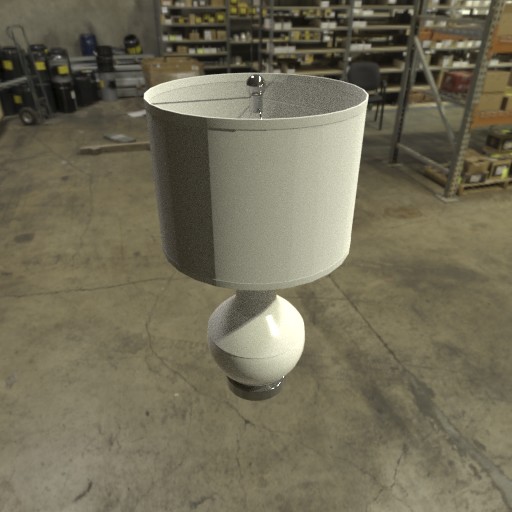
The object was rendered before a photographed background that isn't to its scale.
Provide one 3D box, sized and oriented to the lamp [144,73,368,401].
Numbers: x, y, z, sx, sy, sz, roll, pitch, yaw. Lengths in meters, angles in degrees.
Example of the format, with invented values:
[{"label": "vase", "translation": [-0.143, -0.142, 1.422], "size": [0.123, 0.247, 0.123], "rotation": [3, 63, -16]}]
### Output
[{"label": "lamp", "translation": [0.000, 0.000, 0.876], "size": [0.357, 0.673, 0.357], "rotation": [-9, 33, -15]}]
